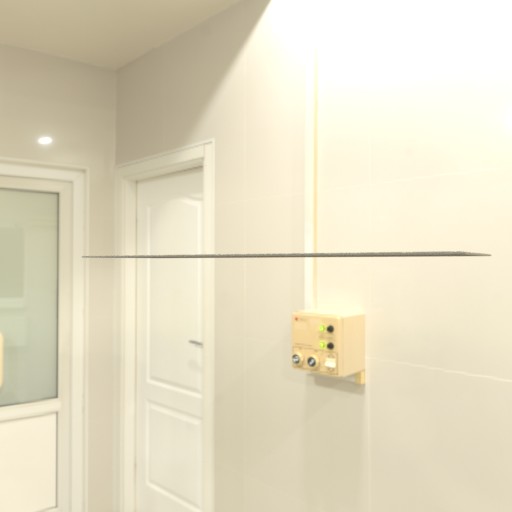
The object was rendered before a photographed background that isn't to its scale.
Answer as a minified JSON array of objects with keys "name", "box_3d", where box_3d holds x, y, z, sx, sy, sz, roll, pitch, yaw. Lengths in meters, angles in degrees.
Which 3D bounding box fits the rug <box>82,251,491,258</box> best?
[{"name":"rug","box_3d":[0.000,0.000,2.407,2.196,0.011,0.662,-1,-1,35]}]
